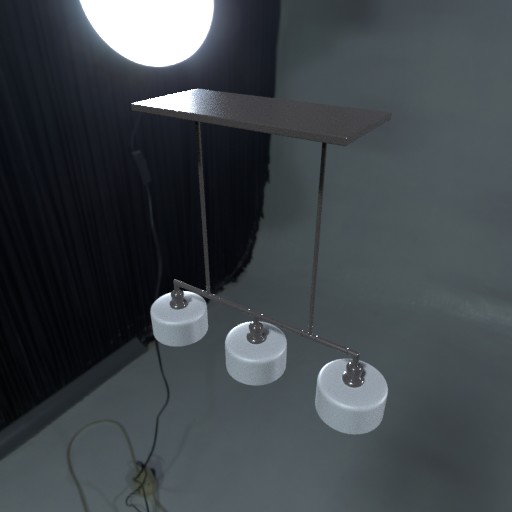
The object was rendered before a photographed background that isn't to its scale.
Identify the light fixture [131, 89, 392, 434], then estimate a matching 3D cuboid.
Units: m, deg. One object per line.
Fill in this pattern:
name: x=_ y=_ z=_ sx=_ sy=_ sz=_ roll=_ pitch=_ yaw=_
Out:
light fixture: x=0.000 y=0.000 z=0.861 sx=0.582 sy=0.557 sz=0.177 roll=18 pitch=34 yaw=28
